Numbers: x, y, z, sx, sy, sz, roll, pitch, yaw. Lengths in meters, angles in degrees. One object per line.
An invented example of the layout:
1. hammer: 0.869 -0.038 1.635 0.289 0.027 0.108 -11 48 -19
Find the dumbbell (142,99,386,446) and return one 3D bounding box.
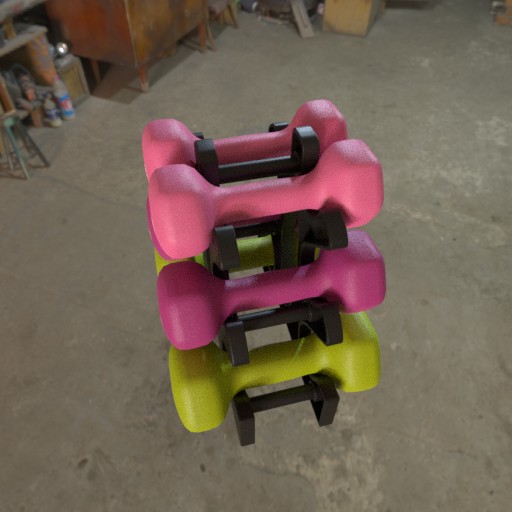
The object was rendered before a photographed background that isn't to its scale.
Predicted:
1. dumbbell: 0.000 0.000 0.437 0.203 0.261 0.257 -10 46 -10
